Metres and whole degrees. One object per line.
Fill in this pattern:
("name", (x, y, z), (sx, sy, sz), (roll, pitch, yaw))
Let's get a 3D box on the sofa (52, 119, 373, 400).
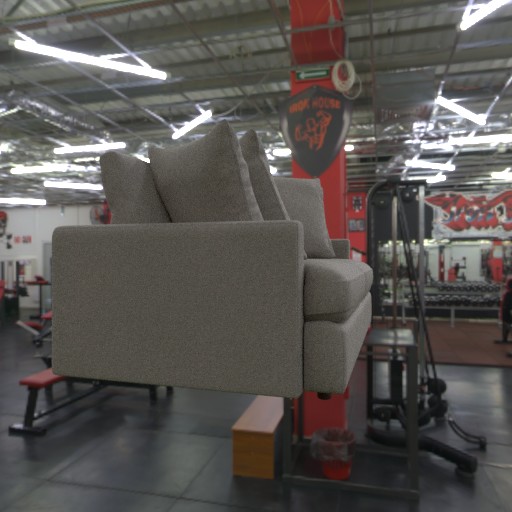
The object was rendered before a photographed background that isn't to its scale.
("sofa", (0.000, 0.000, 2.529), (1.228, 1.080, 1.869), (0, 0, 17))
